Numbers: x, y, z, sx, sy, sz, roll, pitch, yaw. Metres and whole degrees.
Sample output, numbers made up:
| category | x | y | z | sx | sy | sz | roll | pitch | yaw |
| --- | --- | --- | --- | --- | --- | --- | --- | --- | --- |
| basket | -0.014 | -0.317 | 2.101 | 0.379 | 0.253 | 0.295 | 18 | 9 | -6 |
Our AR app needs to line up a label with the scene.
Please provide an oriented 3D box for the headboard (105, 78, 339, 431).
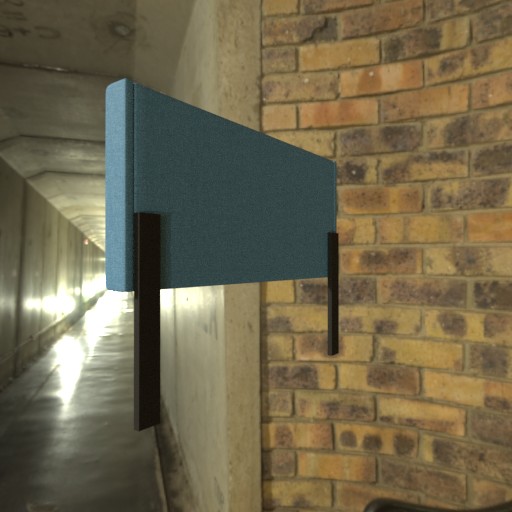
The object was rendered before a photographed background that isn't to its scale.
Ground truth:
| category | x | y | z | sx | sy | sz | roll | pitch | yaw |
| --- | --- | --- | --- | --- | --- | --- | --- | --- | --- |
| headboard | 0.000 | 0.000 | 2.760 | 0.184 | 1.524 | 2.051 | 0 | 0 | 36 |
